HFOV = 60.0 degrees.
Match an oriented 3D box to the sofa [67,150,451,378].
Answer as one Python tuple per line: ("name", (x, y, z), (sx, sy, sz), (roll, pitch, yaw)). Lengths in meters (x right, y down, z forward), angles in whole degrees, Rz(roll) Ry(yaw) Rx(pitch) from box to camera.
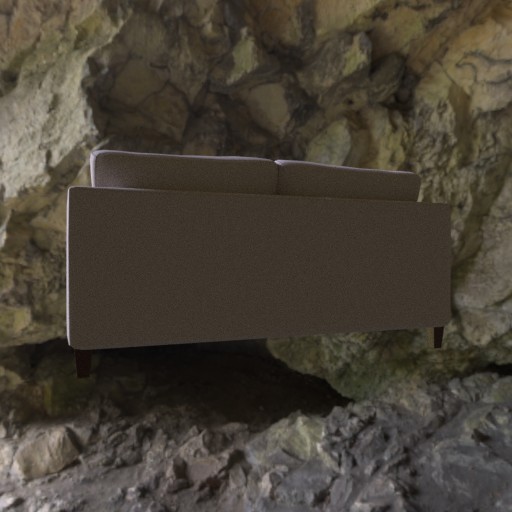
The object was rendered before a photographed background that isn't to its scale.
("sofa", (0.000, 0.000, 2.252), (1.722, 0.888, 0.873), (0, 0, -19))
